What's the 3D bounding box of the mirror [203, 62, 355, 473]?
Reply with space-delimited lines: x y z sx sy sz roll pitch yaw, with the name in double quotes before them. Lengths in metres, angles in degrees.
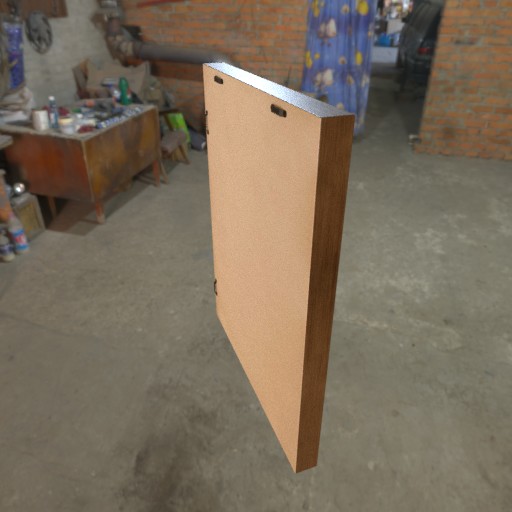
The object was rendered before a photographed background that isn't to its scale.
"mirror" 0.000 0.000 0.688 0.041 0.509 0.406 -11 32 -18
